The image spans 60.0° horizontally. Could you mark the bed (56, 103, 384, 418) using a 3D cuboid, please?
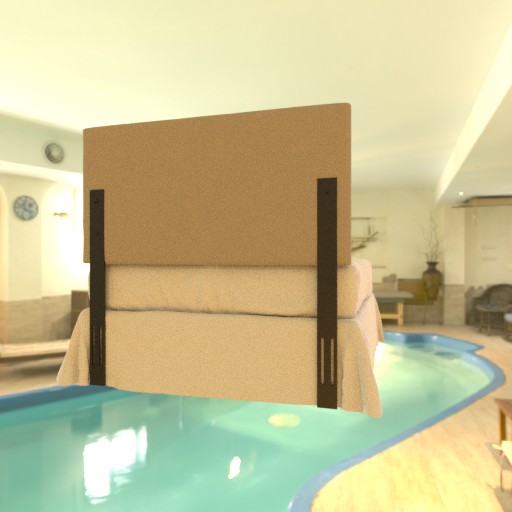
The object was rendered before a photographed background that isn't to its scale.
[{"bbox_3d":[0.000,0.000,3.463,1.936,1.577,2.222,0,0,17],"label":"bed"}]
